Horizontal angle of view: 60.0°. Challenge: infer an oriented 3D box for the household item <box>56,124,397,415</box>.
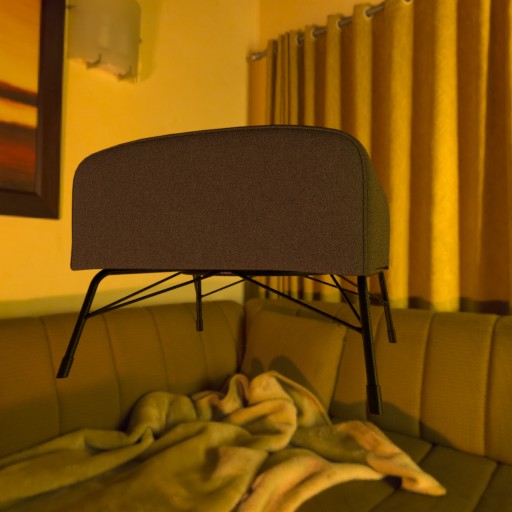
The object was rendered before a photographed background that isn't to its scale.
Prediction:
[{"bbox_3d":[0.000,0.000,0.902,0.530,0.410,0.530,0,0,20],"label":"household item"}]
